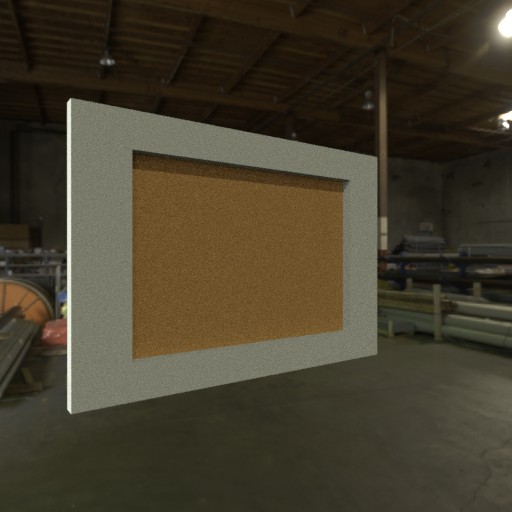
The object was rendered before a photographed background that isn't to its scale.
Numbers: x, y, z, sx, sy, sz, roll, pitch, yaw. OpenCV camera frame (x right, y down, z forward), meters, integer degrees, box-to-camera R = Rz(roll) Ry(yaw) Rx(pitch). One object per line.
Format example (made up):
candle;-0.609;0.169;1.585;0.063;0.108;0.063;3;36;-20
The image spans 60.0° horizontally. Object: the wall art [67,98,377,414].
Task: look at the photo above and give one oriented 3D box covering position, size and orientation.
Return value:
wall art;0.000;0.000;1.138;0.906;0.617;0.033;0;0;-35
